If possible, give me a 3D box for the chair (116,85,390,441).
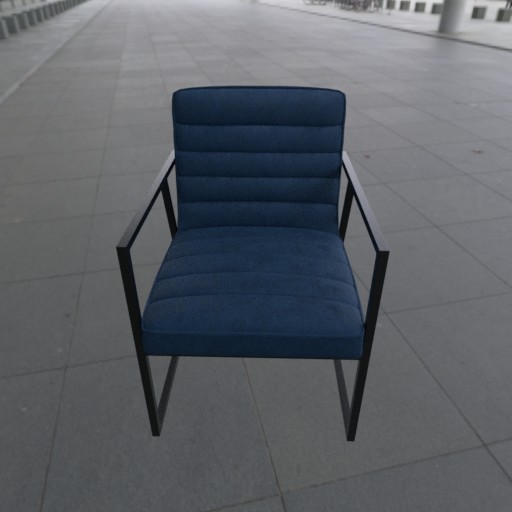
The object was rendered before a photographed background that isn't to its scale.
[{"bbox_3d":[0.000,0.000,1.285,0.571,0.833,0.677,1,32,2],"label":"chair"}]
